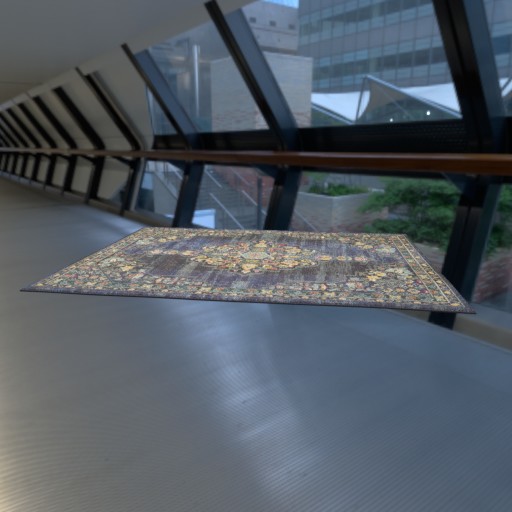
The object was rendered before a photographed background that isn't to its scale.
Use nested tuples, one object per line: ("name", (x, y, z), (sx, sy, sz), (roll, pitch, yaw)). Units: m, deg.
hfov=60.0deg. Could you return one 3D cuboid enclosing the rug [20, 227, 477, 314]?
("rug", (0.000, 0.000, 4.749), (3.612, 0.035, 2.716), (2, 15, 8))
